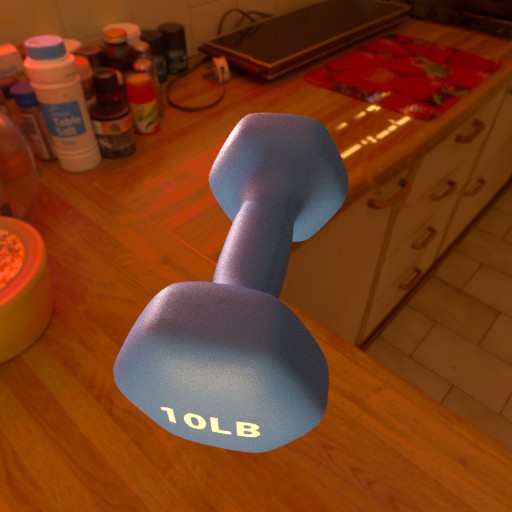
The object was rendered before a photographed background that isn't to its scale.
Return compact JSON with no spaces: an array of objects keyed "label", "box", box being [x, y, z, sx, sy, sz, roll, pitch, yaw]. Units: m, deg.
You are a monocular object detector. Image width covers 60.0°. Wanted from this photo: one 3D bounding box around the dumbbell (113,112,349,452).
[{"label":"dumbbell","box":[0.000,0.000,0.266,0.103,0.093,0.212,9,45,9]}]
